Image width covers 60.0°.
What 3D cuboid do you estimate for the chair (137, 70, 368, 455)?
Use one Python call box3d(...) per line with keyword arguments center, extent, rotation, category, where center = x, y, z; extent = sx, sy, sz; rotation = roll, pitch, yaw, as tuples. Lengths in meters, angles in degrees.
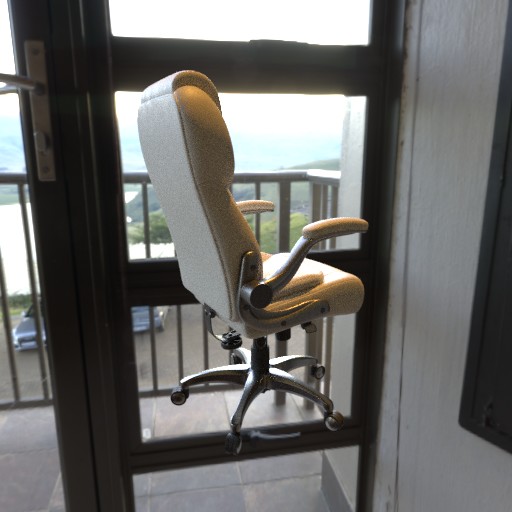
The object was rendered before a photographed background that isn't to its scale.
box3d(center=(0.000, 0.000, 1.827), extent=(0.806, 1.330, 0.755), rotation=(-7, 15, -27), category="chair")
